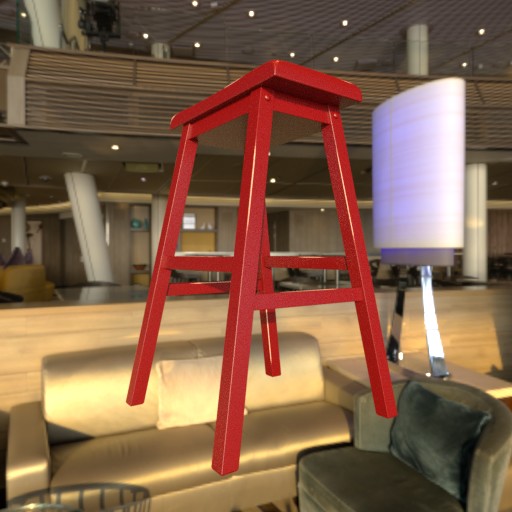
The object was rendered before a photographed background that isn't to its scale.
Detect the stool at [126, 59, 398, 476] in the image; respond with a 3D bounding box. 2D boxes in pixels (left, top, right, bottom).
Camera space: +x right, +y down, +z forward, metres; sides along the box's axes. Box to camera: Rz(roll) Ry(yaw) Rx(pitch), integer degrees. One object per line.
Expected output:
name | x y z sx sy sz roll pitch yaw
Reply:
stool | 0.000 0.000 1.066 0.476 0.737 0.457 0 0 -36
